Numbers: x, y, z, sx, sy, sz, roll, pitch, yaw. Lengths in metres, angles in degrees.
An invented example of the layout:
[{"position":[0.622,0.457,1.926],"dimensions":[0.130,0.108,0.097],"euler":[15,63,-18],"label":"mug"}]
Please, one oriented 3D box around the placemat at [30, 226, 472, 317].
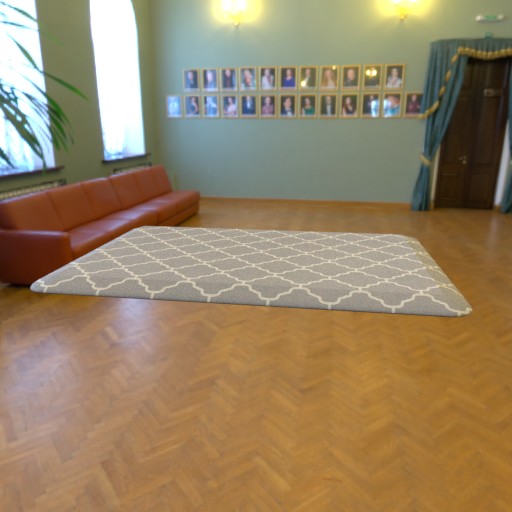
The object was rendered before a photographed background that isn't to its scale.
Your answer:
[{"position":[0.000,0.000,0.966],"dimensions":[0.762,0.021,0.508],"euler":[2,16,8],"label":"placemat"}]
